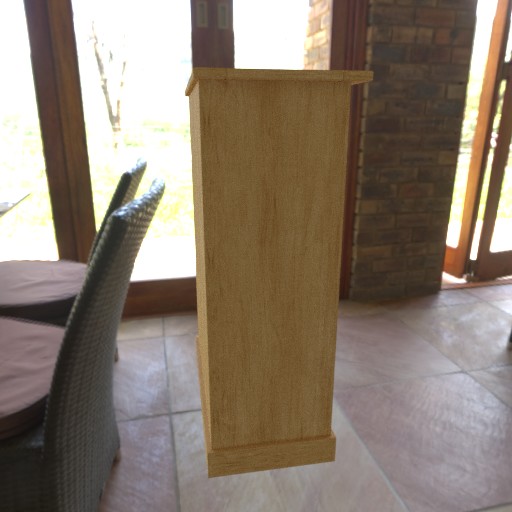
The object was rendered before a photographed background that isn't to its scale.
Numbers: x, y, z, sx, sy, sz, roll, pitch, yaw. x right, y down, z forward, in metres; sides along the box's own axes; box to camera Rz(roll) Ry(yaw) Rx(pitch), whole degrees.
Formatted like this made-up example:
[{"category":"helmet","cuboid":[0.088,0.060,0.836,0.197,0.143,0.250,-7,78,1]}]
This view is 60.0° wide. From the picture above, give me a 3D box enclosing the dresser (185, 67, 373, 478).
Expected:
[{"category":"dresser","cuboid":[0.000,0.000,1.775,0.485,1.300,0.915,-3,17,-10]}]
